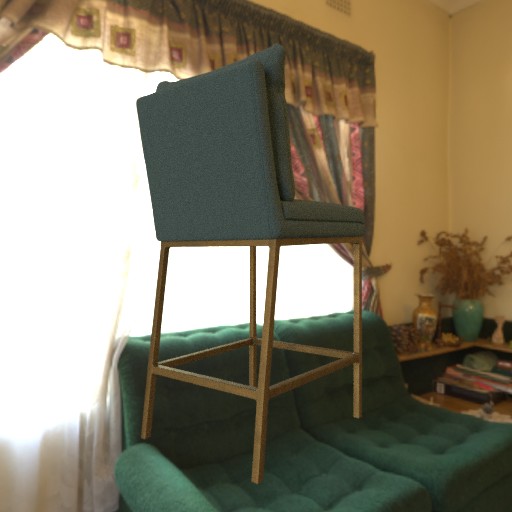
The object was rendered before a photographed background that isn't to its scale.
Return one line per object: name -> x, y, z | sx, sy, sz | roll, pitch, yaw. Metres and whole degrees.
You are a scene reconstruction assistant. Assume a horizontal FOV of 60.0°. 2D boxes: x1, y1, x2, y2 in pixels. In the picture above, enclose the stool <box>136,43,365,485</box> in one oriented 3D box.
stool -> 0.000, 0.000, 1.339 | 0.463, 1.032, 0.568 | 0, 1, 37
